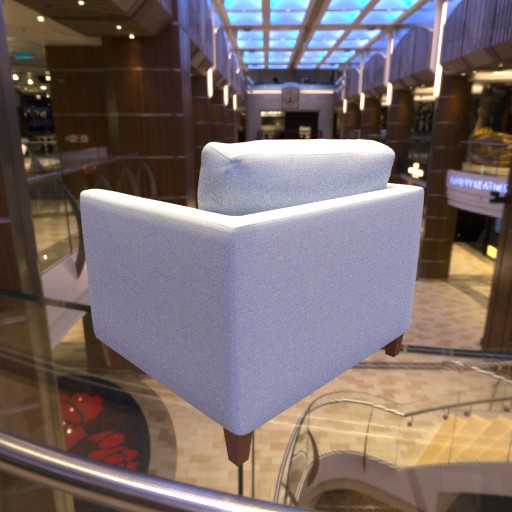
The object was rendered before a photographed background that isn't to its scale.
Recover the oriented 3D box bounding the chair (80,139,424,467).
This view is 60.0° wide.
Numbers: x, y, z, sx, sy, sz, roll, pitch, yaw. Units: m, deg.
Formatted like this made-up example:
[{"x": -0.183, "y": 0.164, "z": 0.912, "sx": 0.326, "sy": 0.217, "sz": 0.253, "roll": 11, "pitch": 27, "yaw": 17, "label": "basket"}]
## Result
[{"x": 0.000, "y": 0.000, "z": 1.863, "sx": 1.107, "sy": 0.961, "sz": 0.953, "roll": -15, "pitch": 22, "yaw": -42, "label": "chair"}]
